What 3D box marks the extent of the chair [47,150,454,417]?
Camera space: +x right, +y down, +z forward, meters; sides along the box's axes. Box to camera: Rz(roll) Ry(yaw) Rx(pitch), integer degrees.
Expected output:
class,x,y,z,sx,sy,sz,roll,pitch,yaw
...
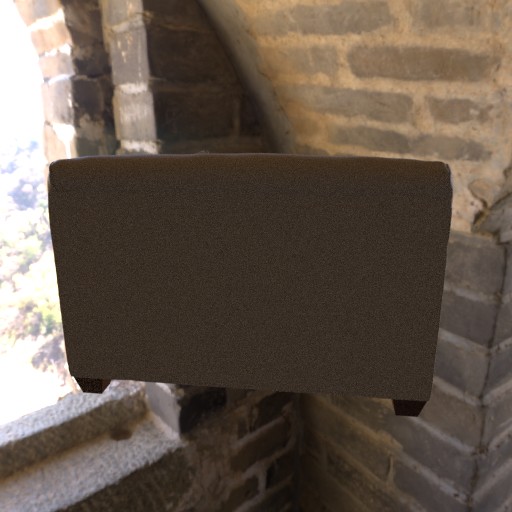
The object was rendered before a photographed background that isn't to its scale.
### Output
class,x,y,z,sx,sy,sz,roll,pitch,yaw
chair,0.000,0.000,2.013,1.383,0.948,1.000,2,15,7
